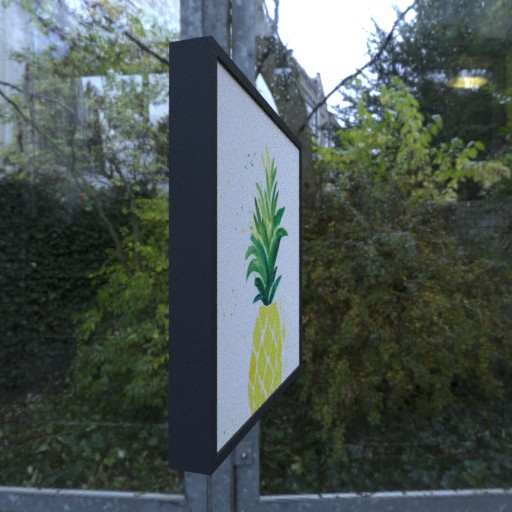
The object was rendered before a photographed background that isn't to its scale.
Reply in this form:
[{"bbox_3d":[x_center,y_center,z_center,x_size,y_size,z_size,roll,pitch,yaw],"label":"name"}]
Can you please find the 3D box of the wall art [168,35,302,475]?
[{"bbox_3d":[0.000,0.000,0.456,0.033,0.304,0.305,0,0,18],"label":"wall art"}]
